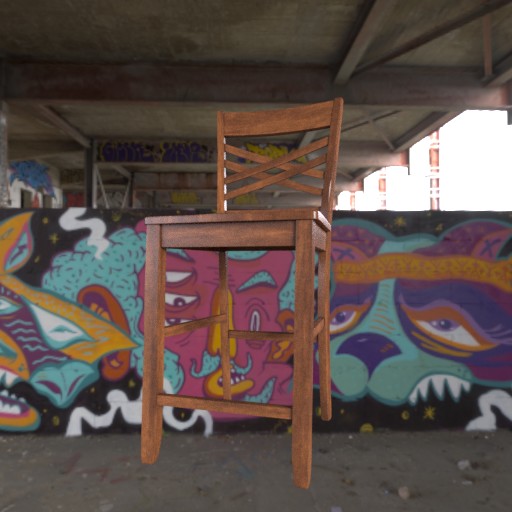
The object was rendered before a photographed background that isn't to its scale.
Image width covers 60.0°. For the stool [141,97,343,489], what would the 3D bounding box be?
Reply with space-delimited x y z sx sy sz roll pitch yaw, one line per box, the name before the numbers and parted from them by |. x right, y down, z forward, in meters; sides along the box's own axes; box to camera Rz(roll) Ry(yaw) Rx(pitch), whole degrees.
stool | 0.000 0.000 1.330 0.462 1.079 0.539 0 -1 18
